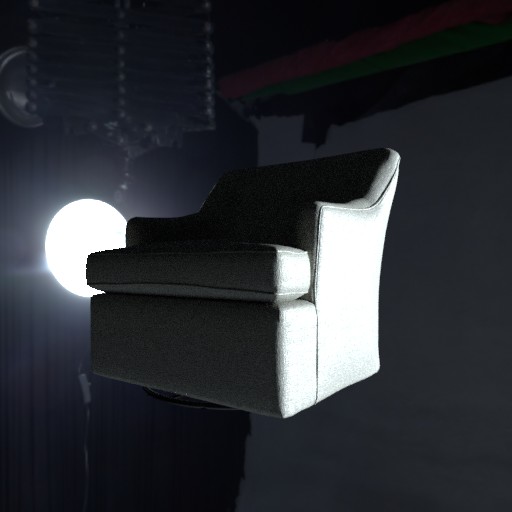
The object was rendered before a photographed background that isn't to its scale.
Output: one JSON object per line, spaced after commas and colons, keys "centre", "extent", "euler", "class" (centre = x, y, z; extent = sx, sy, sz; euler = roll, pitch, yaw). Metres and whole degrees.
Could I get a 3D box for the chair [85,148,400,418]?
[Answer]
{"centre": [0.000, 0.000, 1.616], "extent": [0.864, 0.856, 0.923], "euler": [-1, -1, 35], "class": "chair"}
